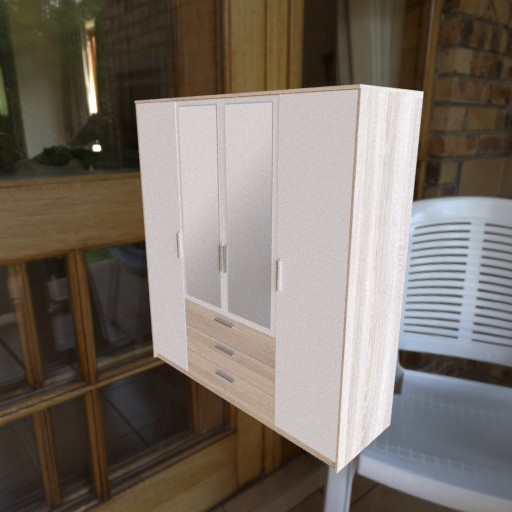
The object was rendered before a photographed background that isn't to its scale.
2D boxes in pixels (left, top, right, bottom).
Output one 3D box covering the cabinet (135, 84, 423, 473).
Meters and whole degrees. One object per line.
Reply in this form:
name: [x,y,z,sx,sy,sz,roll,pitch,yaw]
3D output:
cabinet: [0.000,0.000,3.044,1.870,2.060,0.620,16,22,43]
